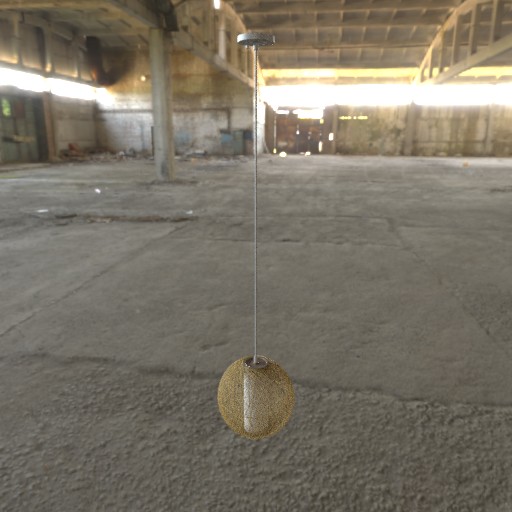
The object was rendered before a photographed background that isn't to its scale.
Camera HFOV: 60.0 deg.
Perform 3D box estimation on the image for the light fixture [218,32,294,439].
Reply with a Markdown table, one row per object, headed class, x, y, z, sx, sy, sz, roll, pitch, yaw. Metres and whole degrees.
| class | x | y | z | sx | sy | sz | roll | pitch | yaw |
| --- | --- | --- | --- | --- | --- | --- | --- | --- | --- |
| light fixture | 0.000 | 0.000 | 2.163 | 0.407 | 1.955 | 0.406 | 2 | 15 | 8 |
